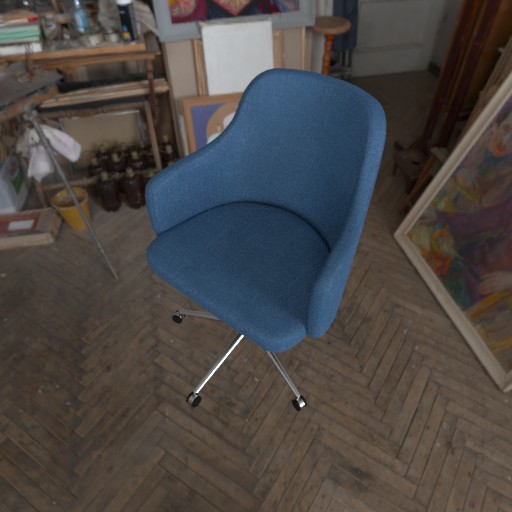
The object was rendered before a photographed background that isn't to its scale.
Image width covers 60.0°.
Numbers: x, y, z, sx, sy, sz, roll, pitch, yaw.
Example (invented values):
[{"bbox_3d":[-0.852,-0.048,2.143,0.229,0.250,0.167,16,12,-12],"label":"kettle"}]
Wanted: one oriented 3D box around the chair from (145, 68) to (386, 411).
[{"bbox_3d":[0.000,0.000,1.263,0.599,0.820,0.655,30,53,26],"label":"chair"}]
